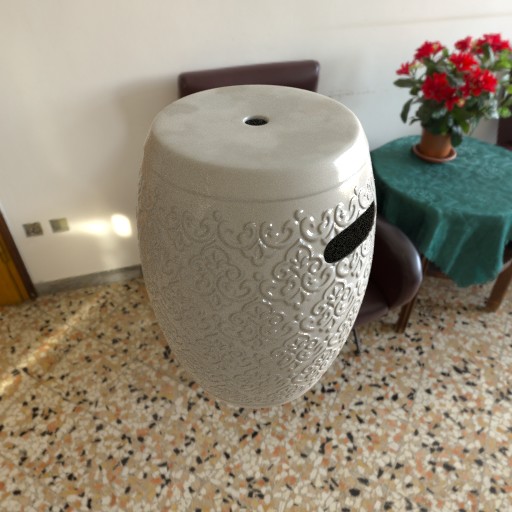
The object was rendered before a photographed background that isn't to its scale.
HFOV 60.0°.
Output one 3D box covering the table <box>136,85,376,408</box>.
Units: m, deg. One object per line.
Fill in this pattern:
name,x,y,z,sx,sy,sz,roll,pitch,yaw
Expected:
table,0.000,0.000,0.618,0.309,0.397,0.309,0,40,0
